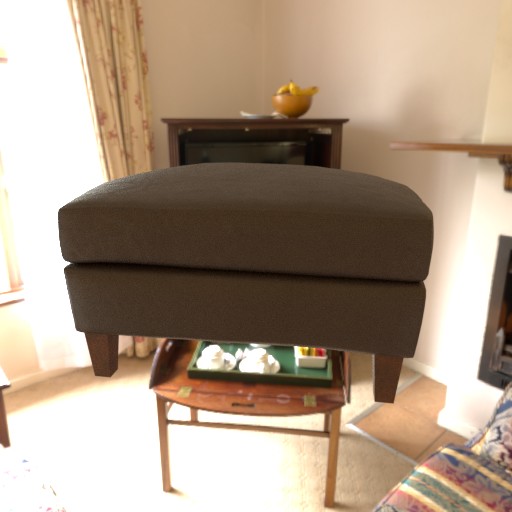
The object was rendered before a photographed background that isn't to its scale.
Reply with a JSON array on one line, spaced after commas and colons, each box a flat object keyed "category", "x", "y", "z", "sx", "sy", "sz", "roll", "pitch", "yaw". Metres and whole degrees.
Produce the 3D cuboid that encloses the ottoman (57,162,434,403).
[{"category": "ottoman", "x": 0.000, "y": 0.000, "z": 1.305, "sx": 0.887, "sy": 0.529, "sz": 0.659, "roll": 3, "pitch": 16, "yaw": 9}]
